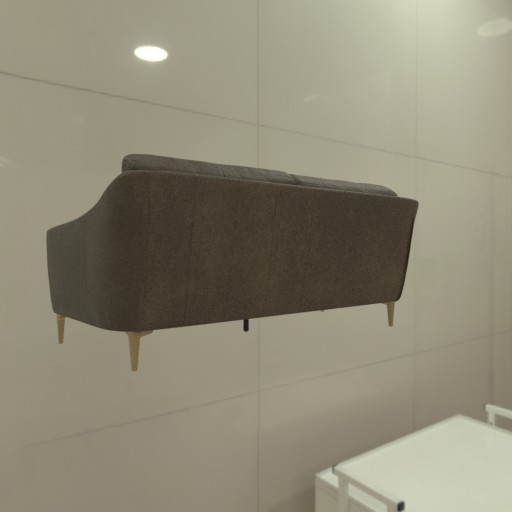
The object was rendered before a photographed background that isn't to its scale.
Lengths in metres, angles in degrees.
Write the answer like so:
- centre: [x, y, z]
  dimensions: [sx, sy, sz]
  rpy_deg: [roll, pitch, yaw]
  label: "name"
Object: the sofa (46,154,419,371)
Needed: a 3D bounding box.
- centre: [0.000, 0.000, 2.537]
  dimensions: [2.036, 0.902, 0.960]
  rpy_deg: [-1, 1, -37]
  label: "sofa"
